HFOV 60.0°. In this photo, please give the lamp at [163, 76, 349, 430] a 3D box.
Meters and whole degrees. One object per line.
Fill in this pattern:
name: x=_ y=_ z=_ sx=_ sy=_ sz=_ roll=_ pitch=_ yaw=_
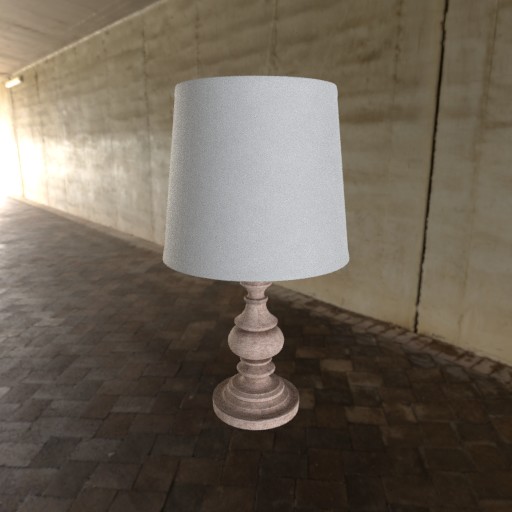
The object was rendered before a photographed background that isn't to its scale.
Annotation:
lamp: x=0.000 y=0.000 z=0.663 sx=0.273 sy=0.497 sz=0.273 roll=0 pitch=14 yaw=0
